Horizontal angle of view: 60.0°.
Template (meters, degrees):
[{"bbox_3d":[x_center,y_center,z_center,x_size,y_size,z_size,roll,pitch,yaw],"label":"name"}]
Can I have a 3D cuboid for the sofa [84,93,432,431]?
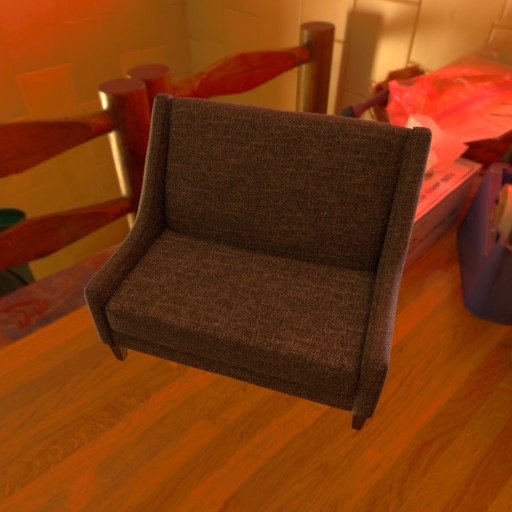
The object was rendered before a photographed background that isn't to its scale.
[{"bbox_3d":[0.000,0.000,1.939,1.242,1.021,0.870,12,42,13],"label":"sofa"}]
